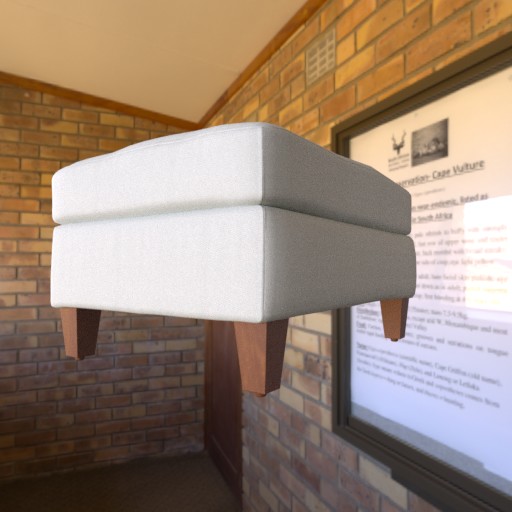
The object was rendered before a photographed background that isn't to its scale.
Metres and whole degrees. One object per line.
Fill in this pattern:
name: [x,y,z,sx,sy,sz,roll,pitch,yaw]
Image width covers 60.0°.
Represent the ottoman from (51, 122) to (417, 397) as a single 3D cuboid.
ottoman: [0.000,0.000,1.179,0.634,0.496,0.818,-1,-2,35]
